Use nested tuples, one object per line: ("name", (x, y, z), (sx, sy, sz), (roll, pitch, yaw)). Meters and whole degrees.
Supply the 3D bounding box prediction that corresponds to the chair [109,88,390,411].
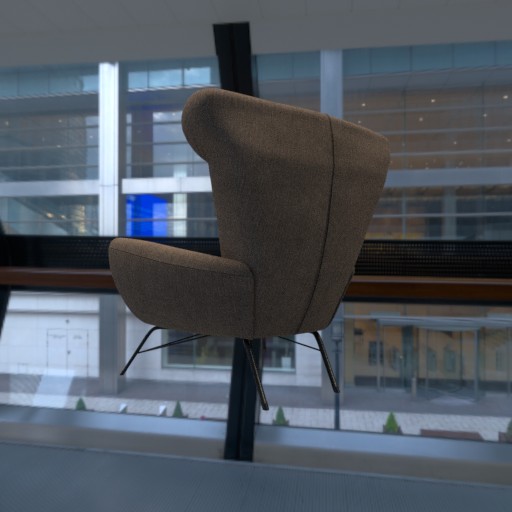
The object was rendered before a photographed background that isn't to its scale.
("chair", (0.000, 0.000, 1.845), (0.980, 1.040, 0.900), (0, -1, -37))
